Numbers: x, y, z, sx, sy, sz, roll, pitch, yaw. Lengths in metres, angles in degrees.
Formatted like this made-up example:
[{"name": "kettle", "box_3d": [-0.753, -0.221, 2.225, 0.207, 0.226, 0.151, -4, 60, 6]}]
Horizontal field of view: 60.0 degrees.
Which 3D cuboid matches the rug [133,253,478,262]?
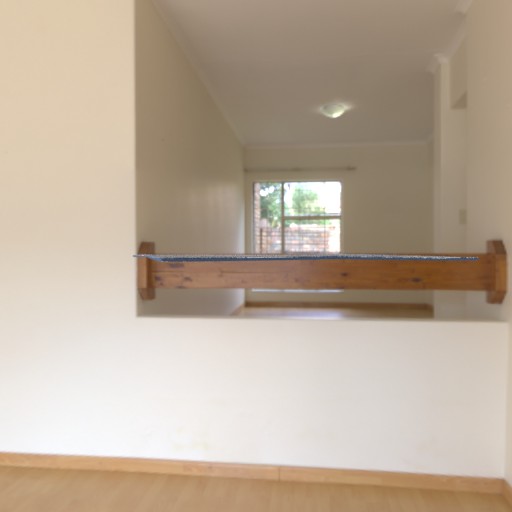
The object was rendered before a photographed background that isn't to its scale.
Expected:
[{"name": "rug", "box_3d": [0.000, 0.000, 2.304, 1.159, 0.025, 1.793, 0, 0, -18]}]
